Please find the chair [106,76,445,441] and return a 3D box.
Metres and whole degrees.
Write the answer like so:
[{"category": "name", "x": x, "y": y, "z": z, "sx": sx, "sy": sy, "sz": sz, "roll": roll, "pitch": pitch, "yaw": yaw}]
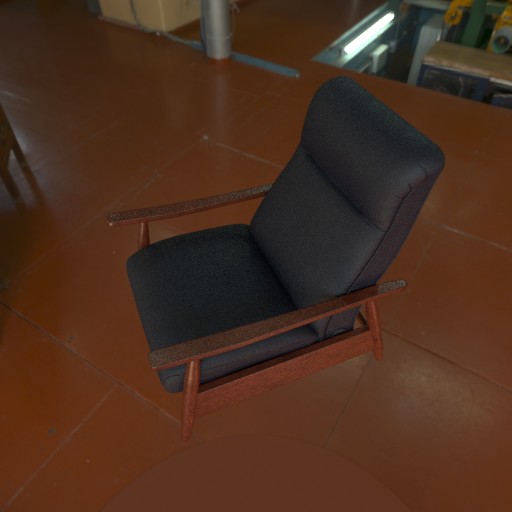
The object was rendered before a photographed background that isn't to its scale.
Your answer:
[{"category": "chair", "x": 0.000, "y": 0.000, "z": 1.764, "sx": 1.014, "sy": 1.082, "sz": 0.762, "roll": -17, "pitch": 49, "yaw": -16}]
